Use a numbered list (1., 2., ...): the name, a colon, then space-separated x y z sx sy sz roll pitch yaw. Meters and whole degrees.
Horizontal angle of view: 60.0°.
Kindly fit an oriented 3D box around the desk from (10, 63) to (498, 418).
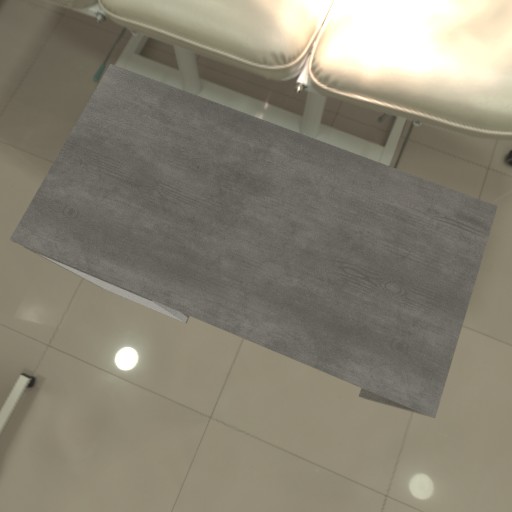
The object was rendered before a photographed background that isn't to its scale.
1. desk: 0.000 0.000 1.573 1.200 0.740 0.600 22 77 5
